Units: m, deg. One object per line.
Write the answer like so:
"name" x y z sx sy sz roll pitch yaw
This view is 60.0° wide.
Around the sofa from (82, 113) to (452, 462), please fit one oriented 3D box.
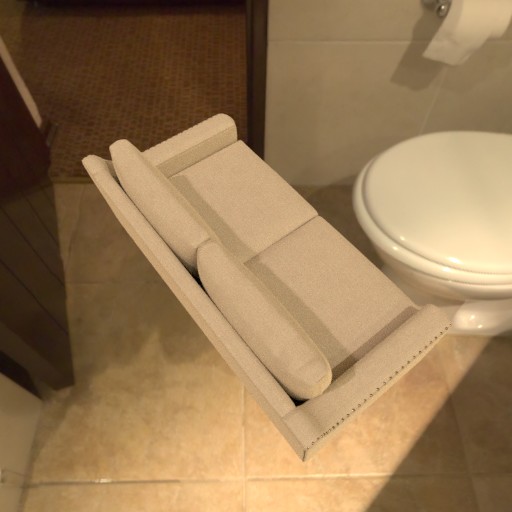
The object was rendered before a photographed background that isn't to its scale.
"sofa" 0.000 0.000 2.736 1.104 0.983 2.107 -33 64 -19
